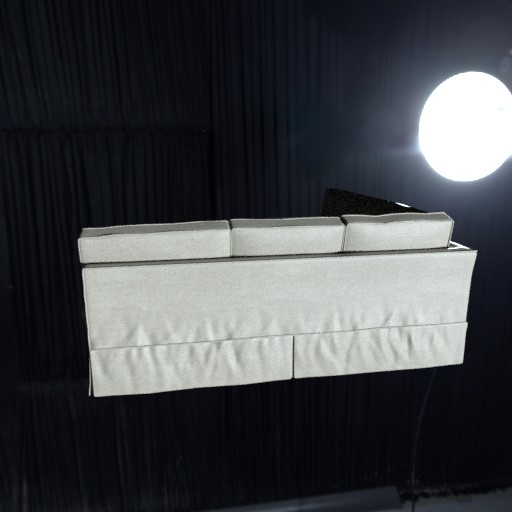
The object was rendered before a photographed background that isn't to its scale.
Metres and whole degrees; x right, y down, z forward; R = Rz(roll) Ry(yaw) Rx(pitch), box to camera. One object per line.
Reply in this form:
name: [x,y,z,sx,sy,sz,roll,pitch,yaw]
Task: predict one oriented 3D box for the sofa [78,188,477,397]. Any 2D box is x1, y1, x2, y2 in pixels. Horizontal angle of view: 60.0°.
sofa: [0.000,0.000,4.097,2.623,1.081,2.618,-2,14,-10]
